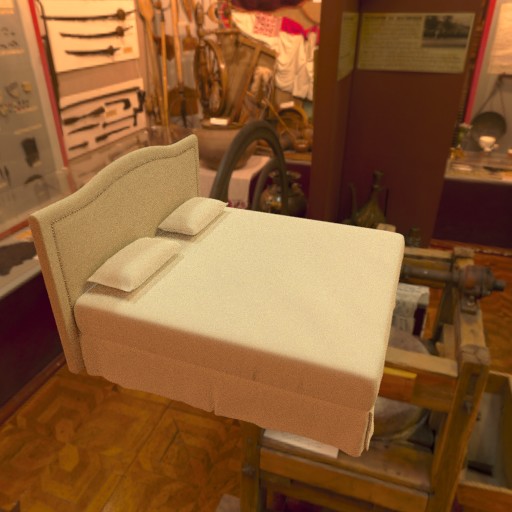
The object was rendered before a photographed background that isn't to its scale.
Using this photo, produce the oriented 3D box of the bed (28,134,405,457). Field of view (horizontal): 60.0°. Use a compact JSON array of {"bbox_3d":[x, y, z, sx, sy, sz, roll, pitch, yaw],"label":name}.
[{"bbox_3d":[0.000,0.000,3.469,2.182,1.421,2.083,10,31,18],"label":"bed"}]
